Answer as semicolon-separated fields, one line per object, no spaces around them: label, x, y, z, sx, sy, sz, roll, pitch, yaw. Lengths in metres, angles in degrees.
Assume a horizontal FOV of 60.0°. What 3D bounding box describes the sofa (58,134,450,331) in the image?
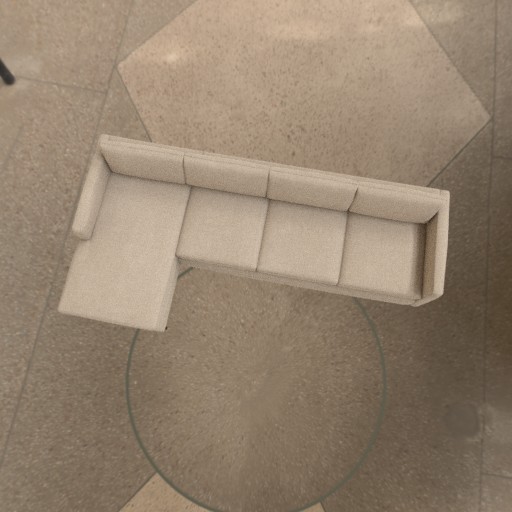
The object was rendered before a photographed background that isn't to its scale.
sofa;0.000;0.000;3.604;2.923;0.816;1.469;10;75;3
